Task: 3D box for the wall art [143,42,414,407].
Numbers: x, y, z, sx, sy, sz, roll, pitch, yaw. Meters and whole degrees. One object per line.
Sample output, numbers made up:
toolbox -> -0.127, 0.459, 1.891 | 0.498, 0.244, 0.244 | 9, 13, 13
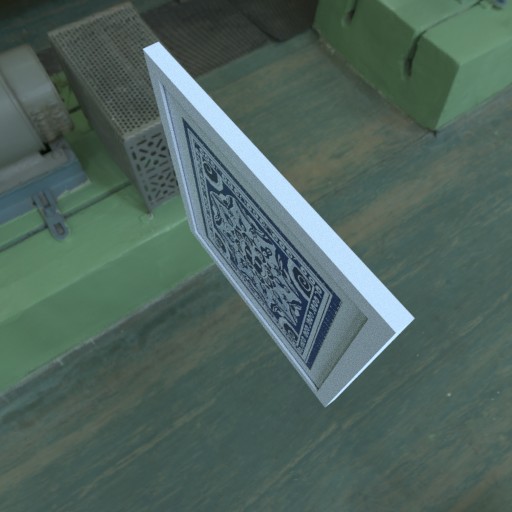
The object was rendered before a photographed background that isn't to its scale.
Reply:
wall art -> 0.000, 0.000, 0.838 | 0.028, 0.559, 0.559 | -33, 68, -15
